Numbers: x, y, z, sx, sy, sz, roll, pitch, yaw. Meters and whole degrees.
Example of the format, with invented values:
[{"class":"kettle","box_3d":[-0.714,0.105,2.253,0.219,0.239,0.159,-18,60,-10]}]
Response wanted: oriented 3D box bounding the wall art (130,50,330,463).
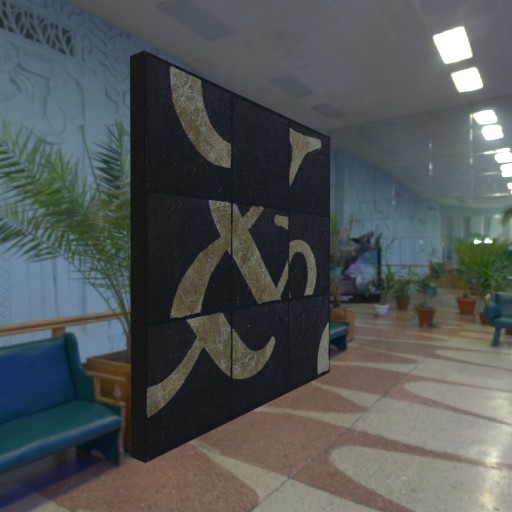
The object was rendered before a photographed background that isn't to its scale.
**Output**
[{"class":"wall art","box_3d":[0.000,0.000,1.133,0.044,0.758,0.758,0,1,36]}]
